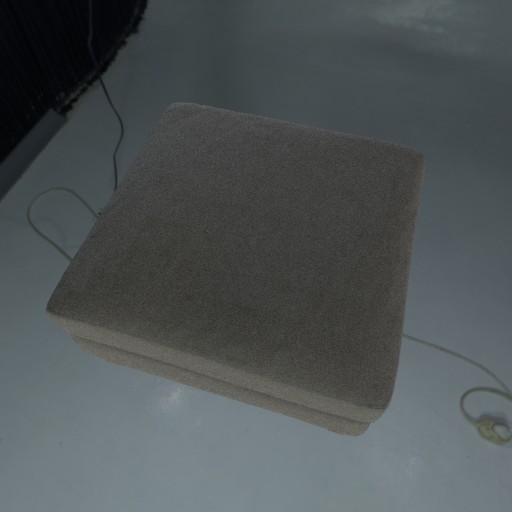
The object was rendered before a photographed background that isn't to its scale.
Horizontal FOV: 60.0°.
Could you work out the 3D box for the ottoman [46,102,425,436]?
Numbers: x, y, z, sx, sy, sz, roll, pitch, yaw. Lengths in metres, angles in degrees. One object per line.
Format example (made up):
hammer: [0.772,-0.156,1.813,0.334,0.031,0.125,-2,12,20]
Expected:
ottoman: [0.000,0.000,1.407,0.881,0.482,0.861,14,59,9]
